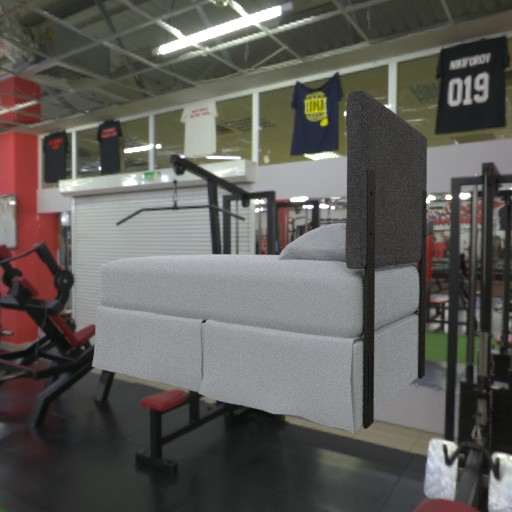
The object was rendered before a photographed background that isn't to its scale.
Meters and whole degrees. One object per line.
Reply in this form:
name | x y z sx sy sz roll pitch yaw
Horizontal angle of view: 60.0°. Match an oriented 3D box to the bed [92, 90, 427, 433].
bed | 0.000 0.000 3.037 1.997 1.571 1.261 1 2 35
